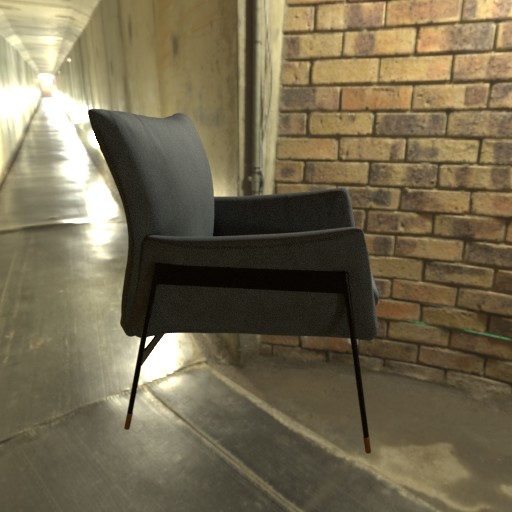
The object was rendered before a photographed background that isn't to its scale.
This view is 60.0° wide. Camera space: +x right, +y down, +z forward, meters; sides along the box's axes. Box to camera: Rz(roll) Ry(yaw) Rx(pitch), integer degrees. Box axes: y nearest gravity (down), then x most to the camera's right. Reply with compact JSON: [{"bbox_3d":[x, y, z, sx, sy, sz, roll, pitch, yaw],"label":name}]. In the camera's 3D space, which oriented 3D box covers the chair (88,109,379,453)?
[{"bbox_3d":[0.000,0.000,1.380,0.709,0.858,0.678,2,17,8],"label":"chair"}]
